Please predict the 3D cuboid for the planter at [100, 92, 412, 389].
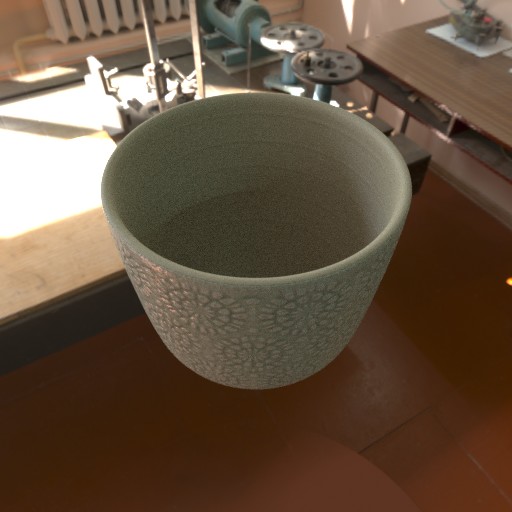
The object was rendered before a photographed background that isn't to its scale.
[{"bbox_3d":[0.000,0.000,0.220,0.124,0.109,0.124,0,48,0],"label":"planter"}]
